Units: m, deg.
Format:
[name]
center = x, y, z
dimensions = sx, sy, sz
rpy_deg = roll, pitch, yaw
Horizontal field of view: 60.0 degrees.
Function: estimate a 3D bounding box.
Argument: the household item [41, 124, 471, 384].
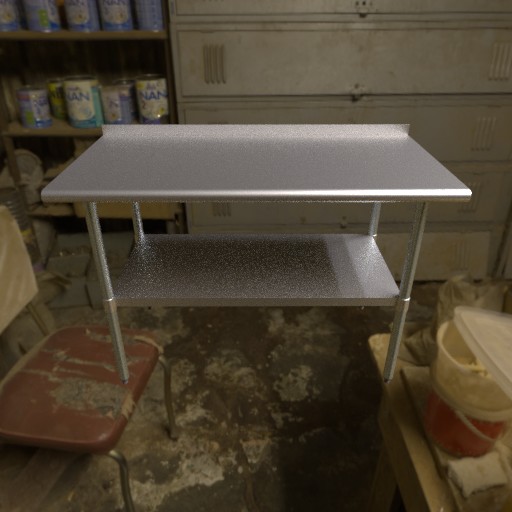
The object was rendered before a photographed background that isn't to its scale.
[household item]
center = 0.000, 0.000, 1.704
dimensions = 1.219, 0.851, 0.610
rpy_deg = 0, 30, 0
